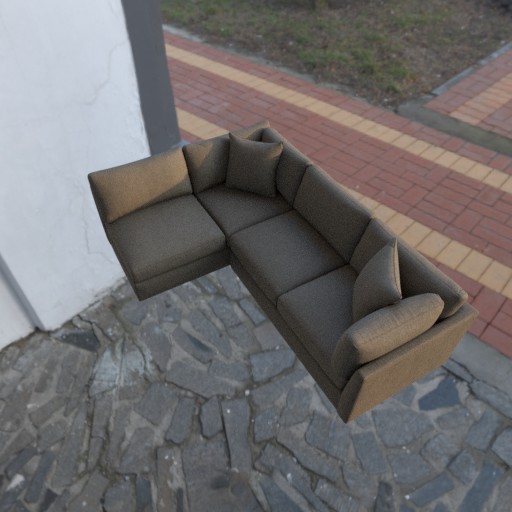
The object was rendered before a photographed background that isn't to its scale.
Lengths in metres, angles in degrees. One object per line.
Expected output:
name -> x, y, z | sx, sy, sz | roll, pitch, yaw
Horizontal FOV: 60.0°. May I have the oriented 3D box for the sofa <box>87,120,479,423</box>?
sofa -> 0.000, 0.000, 3.798 | 1.994, 0.978, 2.896 | -23, 50, -21
